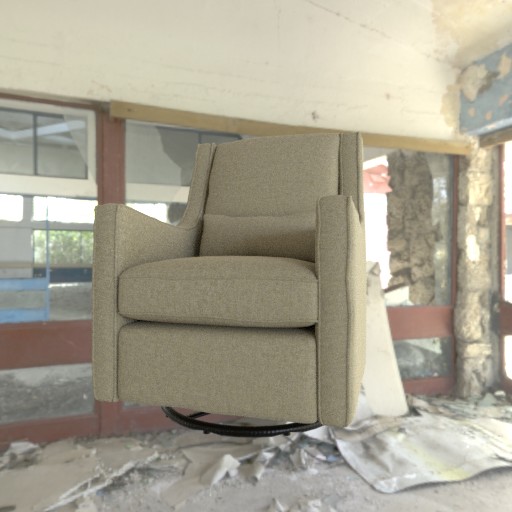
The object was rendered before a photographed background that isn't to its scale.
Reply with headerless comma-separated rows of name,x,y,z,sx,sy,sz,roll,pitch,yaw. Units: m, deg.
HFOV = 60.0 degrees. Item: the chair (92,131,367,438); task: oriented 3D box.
chair,0.000,0.000,1.544,0.732,0.993,0.879,0,0,17
